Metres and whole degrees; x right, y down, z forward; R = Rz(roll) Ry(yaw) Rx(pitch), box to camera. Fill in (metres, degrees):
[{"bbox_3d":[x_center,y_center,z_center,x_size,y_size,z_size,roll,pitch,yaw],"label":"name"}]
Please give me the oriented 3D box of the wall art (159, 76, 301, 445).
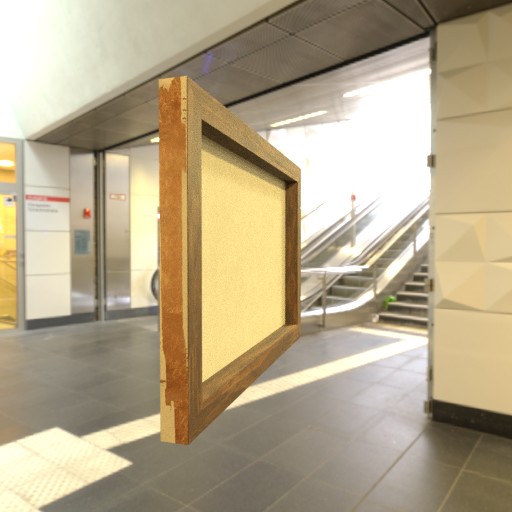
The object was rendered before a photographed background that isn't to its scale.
[{"bbox_3d":[0.000,0.000,0.781,0.035,0.405,0.609,0,1,17],"label":"wall art"}]
